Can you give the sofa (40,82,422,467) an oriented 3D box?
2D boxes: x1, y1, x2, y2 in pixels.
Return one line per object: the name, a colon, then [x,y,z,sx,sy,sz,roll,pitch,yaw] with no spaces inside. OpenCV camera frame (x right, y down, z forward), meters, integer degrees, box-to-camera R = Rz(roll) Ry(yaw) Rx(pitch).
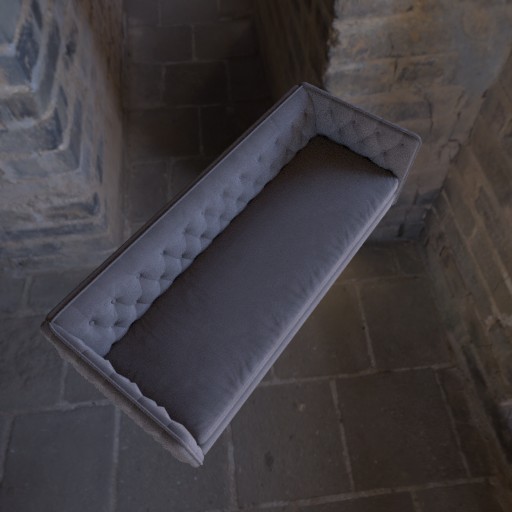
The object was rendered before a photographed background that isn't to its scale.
sofa: [0.000,0.000,2.633,0.895,0.771,2.209,33,64,18]
